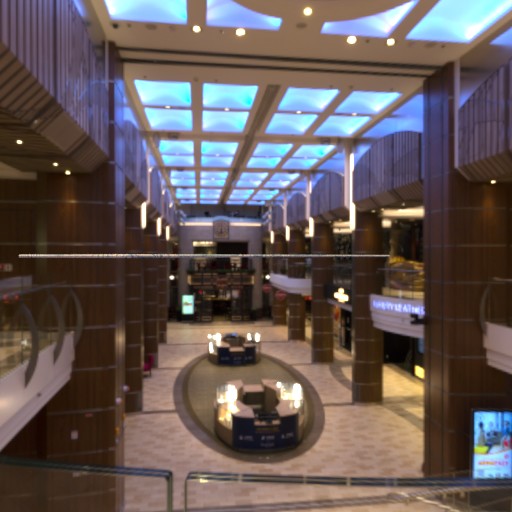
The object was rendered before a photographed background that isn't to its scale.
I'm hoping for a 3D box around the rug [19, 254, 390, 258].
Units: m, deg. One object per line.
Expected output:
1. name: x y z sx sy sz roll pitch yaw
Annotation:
1. rug: 0.000 0.000 2.688 0.775 0.012 2.452 0 0 37
